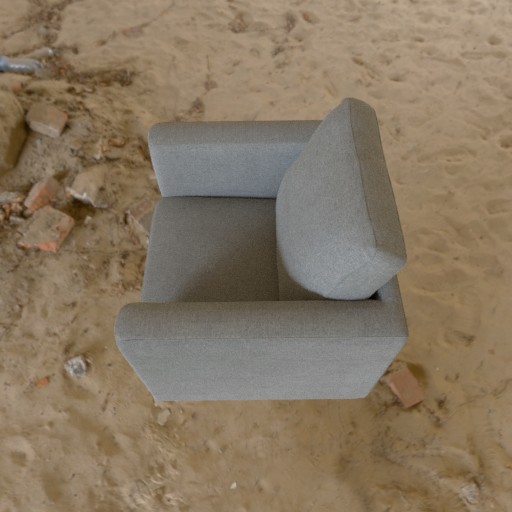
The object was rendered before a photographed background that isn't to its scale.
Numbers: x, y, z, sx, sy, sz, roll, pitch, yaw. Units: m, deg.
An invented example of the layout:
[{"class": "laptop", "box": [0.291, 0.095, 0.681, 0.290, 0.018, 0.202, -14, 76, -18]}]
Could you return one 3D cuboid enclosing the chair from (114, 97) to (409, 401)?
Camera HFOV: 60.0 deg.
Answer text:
[{"class": "chair", "box": [0.000, 0.000, 1.560, 0.800, 0.927, 0.855, 0, 57, 0]}]
